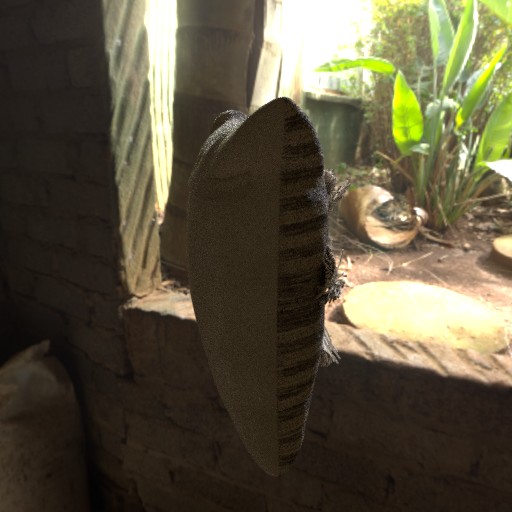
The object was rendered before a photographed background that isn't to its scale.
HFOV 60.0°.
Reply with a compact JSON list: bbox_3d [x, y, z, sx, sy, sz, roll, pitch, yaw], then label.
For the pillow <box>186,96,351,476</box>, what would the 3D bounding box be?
[{"bbox_3d":[0.000,0.000,0.755,0.234,0.490,0.484,-3,17,-9],"label":"pillow"}]
